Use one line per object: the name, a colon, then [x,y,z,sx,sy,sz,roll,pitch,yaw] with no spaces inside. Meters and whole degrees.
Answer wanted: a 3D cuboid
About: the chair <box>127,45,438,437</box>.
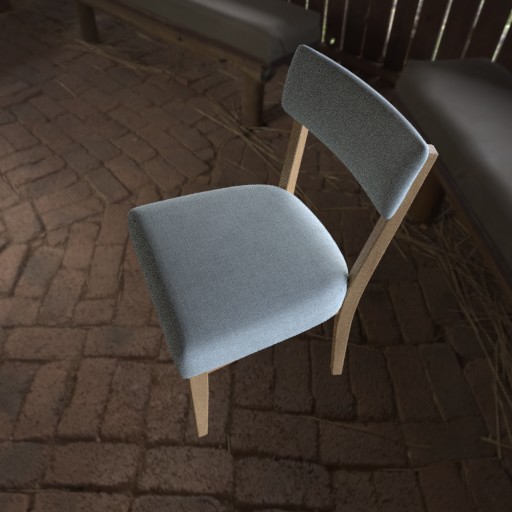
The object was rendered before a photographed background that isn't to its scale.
chair: [0.000,0.000,1.157,0.572,0.832,0.508,-18,50,-16]
